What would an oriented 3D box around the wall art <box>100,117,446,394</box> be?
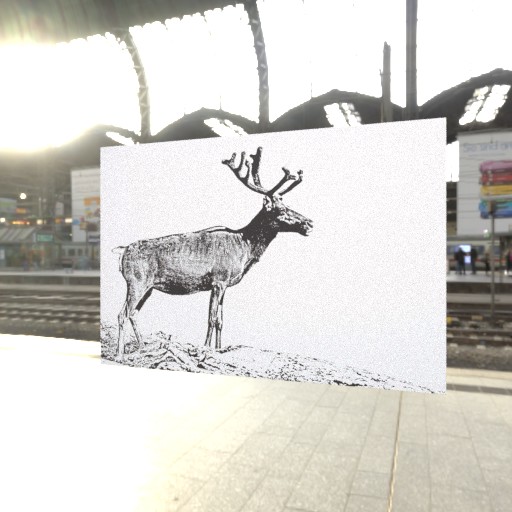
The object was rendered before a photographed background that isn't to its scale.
[{"bbox_3d":[0.000,0.000,0.772,0.608,0.414,0.042,0,0,18],"label":"wall art"}]
